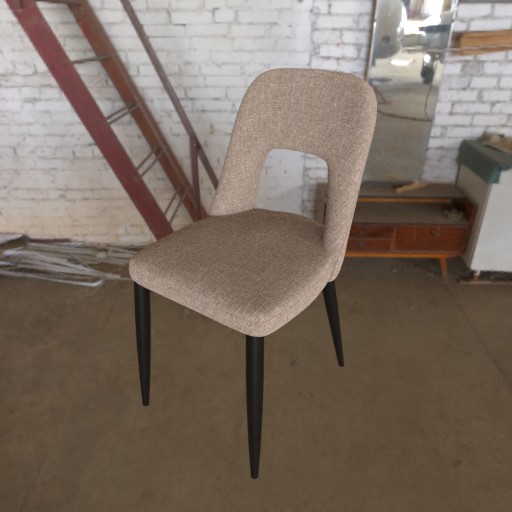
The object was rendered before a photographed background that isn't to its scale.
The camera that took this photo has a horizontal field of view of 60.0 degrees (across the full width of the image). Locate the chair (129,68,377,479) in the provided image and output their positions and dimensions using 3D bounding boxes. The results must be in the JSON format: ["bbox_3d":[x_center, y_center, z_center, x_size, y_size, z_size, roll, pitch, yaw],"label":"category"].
[{"bbox_3d":[0.000,0.000,1.253,0.470,0.931,0.612,19,34,31],"label":"chair"}]
